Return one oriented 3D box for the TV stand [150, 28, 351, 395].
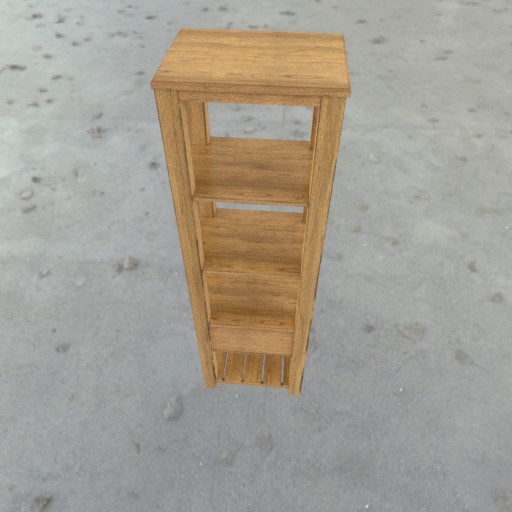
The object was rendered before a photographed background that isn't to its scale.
[{"bbox_3d":[0.000,0.000,2.045,0.565,1.828,0.435,4,46,4],"label":"TV stand"}]
